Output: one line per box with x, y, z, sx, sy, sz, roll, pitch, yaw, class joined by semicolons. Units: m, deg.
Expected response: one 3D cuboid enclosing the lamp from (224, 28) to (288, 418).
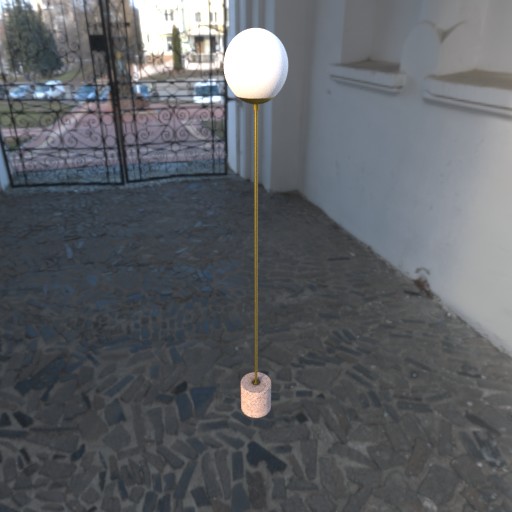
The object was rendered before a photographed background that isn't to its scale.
0.000;0.000;1.912;0.229;1.748;0.229;1;27;1;lamp
